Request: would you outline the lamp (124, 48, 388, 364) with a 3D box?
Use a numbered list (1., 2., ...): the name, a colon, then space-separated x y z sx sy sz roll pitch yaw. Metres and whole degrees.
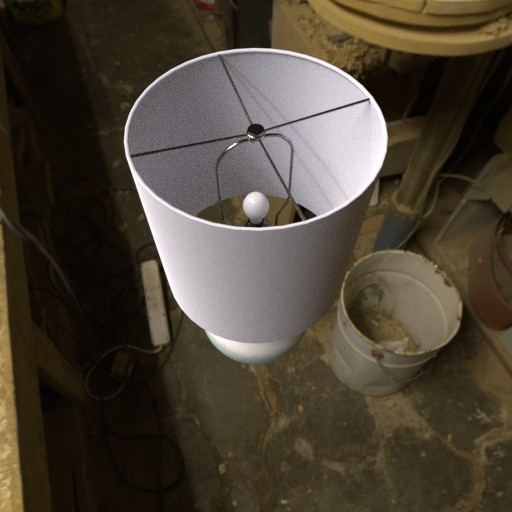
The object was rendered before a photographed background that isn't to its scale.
1. lamp: 0.000 0.000 0.538 0.217 0.404 0.217 -16 59 -10
